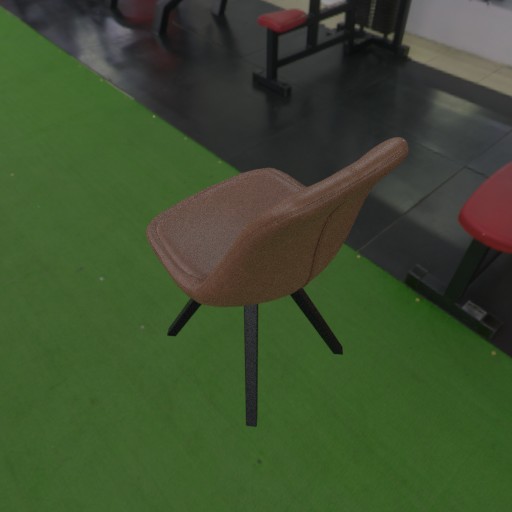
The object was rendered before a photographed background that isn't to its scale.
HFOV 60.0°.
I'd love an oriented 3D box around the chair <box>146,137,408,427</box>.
[{"bbox_3d":[0.000,0.000,1.176,0.475,0.850,0.550,-32,55,-26],"label":"chair"}]
